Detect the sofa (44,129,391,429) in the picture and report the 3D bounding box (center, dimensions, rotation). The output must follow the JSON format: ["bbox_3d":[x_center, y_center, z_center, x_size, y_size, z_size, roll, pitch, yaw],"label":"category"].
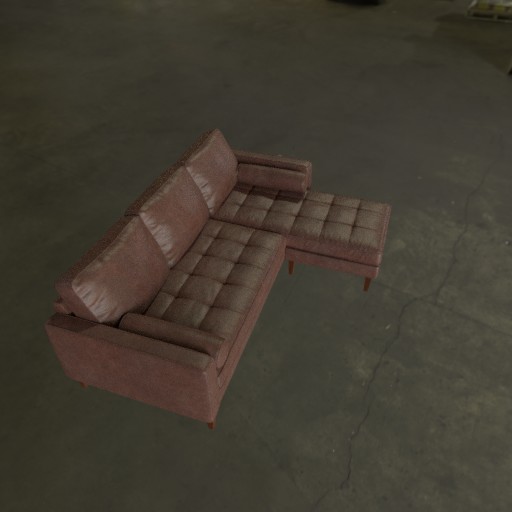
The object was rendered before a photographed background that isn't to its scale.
[{"bbox_3d":[0.000,0.000,2.974,1.613,0.841,2.185,12,42,14],"label":"sofa"}]
